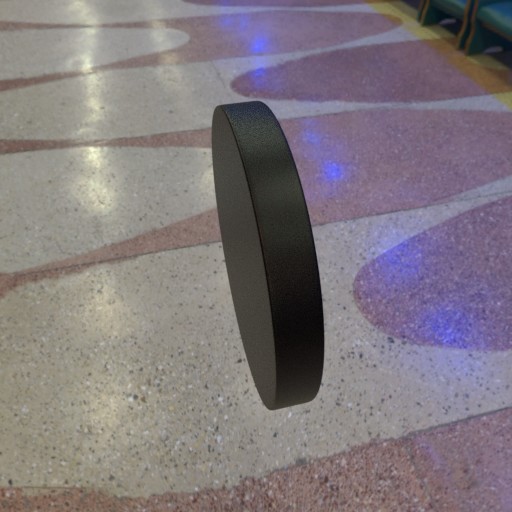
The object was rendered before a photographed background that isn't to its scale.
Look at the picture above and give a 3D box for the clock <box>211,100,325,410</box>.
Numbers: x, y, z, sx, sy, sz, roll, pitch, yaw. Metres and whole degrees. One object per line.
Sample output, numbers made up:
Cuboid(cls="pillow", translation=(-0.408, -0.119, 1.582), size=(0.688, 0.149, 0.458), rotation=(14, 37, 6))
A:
Cuboid(cls="clock", translation=(0.000, 0.000, 0.477), size=(0.040, 0.314, 0.314), rotation=(-10, 48, -9))
